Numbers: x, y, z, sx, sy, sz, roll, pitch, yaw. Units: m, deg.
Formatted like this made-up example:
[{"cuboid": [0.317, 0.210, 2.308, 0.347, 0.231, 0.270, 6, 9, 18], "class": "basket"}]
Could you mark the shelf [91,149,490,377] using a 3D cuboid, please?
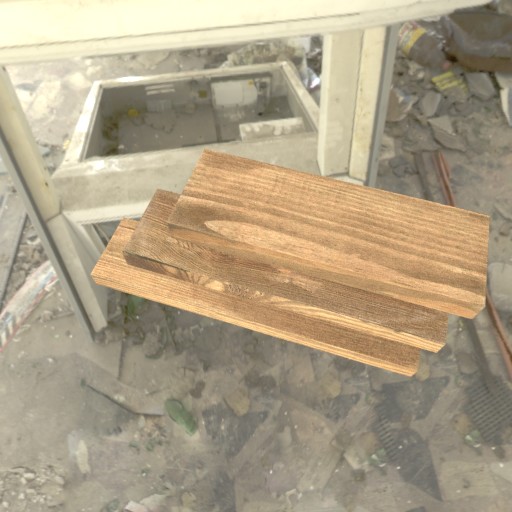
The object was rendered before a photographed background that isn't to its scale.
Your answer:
[{"cuboid": [0.000, 0.000, 0.728, 0.610, 0.293, 0.140, 15, 60, 9], "class": "shelf"}]
